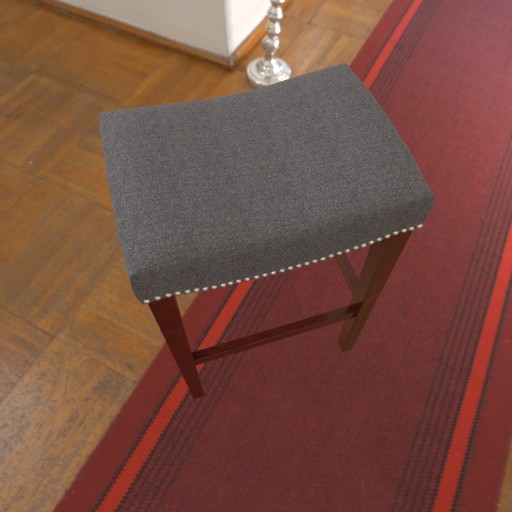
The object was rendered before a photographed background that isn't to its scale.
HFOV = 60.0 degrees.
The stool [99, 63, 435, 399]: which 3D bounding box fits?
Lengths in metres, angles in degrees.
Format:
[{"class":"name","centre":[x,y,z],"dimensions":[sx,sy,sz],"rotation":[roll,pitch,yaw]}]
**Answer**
[{"class":"stool","centre":[0.000,0.000,1.049],"dimensions":[0.504,0.742,0.372],"rotation":[-15,60,-9]}]
